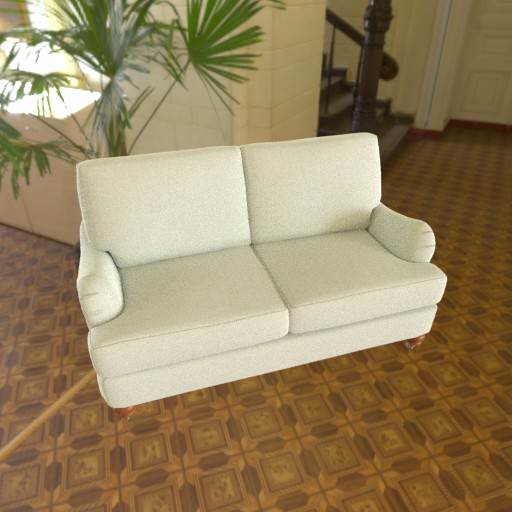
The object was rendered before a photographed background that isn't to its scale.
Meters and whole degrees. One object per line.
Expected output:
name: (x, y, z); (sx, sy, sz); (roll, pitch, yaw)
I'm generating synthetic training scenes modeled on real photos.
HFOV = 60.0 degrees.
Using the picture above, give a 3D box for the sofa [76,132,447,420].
sofa: (0.000, 0.000, 2.500); (1.853, 1.101, 1.084); (-10, 33, -15)
